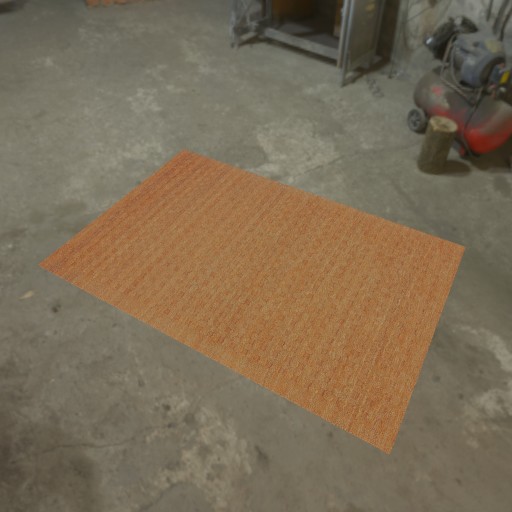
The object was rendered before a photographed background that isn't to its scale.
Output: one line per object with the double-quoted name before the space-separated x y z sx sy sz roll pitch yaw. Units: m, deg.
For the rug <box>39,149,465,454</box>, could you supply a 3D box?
"rug" 0.000 0.000 2.850 2.285 0.006 1.524 23 50 21
